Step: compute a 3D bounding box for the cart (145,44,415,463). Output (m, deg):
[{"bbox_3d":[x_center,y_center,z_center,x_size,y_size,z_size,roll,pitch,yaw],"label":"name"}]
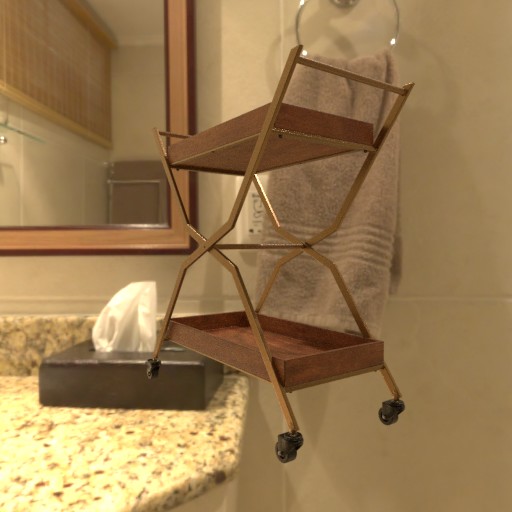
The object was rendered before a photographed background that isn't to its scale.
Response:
[{"bbox_3d":[0.000,0.000,1.342,0.405,0.869,0.836,-1,2,-35],"label":"cart"}]
